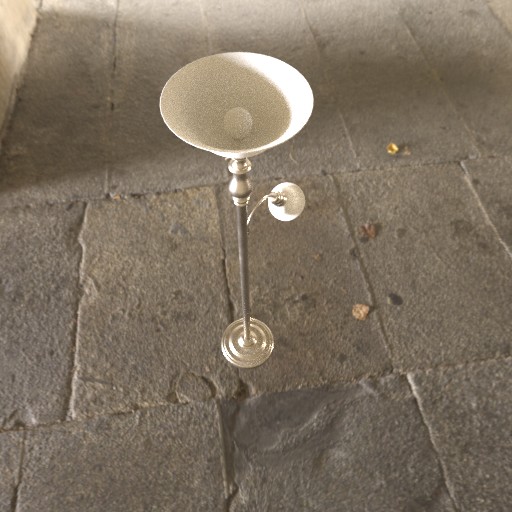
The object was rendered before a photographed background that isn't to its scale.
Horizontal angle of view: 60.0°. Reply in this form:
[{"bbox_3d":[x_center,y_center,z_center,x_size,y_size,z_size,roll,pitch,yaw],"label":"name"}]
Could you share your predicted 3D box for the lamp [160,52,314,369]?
[{"bbox_3d":[0.000,0.000,1.964,0.405,1.785,0.575,32,63,19],"label":"lamp"}]
